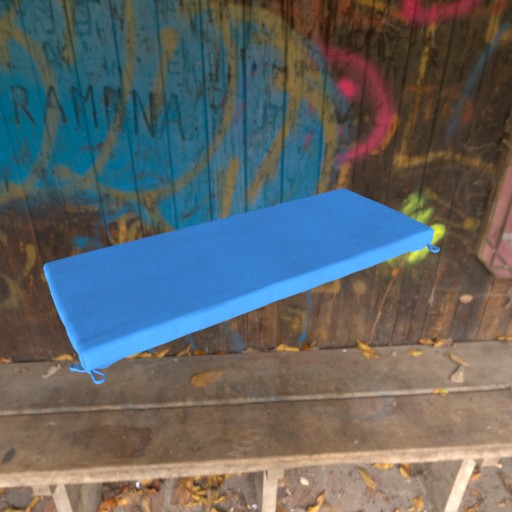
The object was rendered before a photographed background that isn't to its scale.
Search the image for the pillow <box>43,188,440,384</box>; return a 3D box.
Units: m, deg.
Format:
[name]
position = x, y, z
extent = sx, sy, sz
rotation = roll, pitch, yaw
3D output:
[pillow]
position = 0.000, 0.000, 1.367
extent = 1.187, 0.081, 0.492
rotation = -17, 34, -27
